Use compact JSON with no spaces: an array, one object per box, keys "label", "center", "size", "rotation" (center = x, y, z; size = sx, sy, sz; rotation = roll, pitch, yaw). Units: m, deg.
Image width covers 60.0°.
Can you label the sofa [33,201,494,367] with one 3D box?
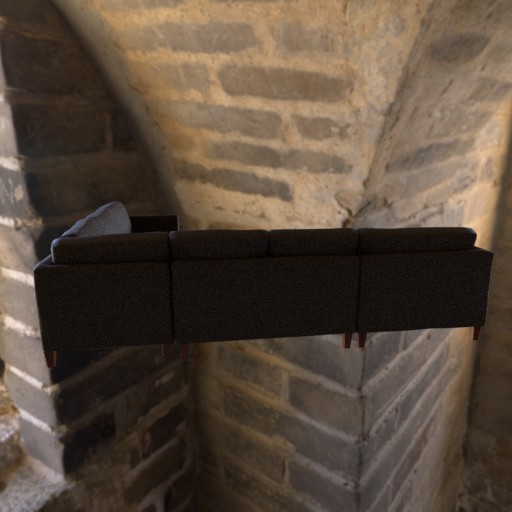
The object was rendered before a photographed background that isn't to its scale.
[{"label":"sofa","center":[0.000,0.000,4.508],"size":[3.460,0.961,2.594],"rotation":[-2,13,-8]}]
